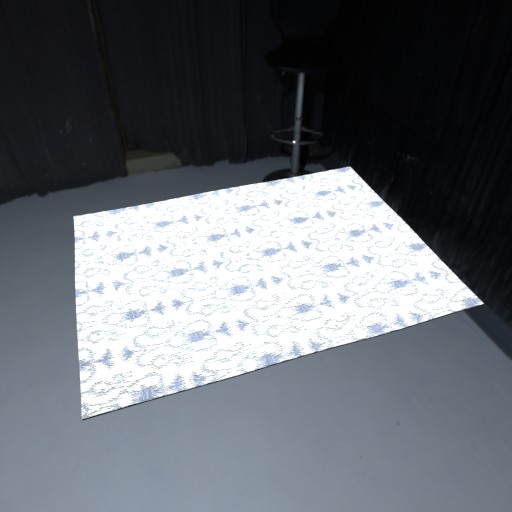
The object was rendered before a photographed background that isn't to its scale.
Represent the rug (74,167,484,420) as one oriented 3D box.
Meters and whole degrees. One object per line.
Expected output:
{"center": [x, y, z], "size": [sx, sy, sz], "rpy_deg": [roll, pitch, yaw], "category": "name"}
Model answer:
{"center": [0.000, 0.000, 2.907], "size": [2.261, 0.013, 1.676], "rpy_deg": [-12, 43, -14], "category": "rug"}
